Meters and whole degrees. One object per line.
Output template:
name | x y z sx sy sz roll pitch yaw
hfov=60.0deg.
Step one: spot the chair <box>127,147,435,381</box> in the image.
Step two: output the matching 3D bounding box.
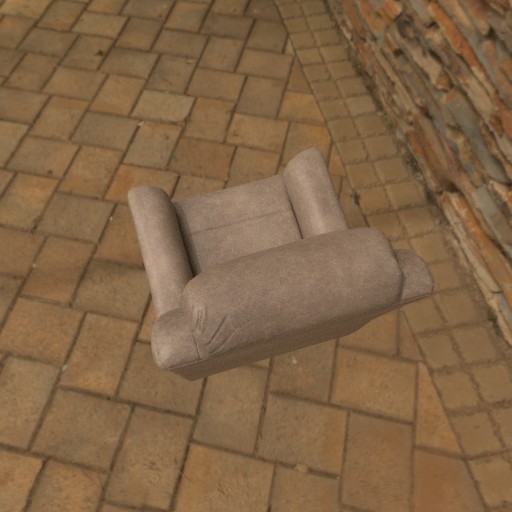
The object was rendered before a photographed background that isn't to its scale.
chair | 0.000 0.000 1.911 0.967 1.116 1.068 -14 60 -9
